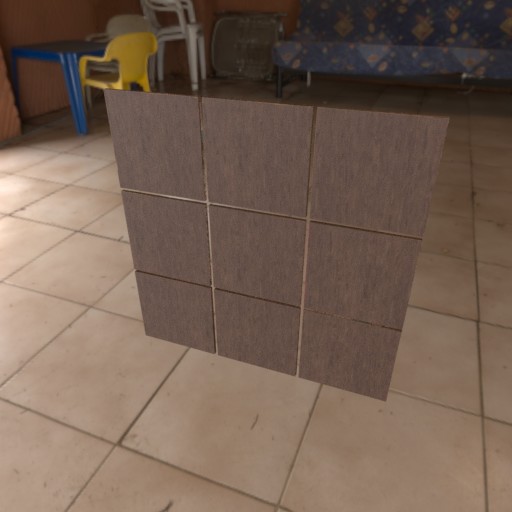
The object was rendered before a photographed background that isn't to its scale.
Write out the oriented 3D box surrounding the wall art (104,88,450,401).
[{"bbox_3d":[0.000,0.000,1.356,0.915,0.914,0.013,11,33,18],"label":"wall art"}]
